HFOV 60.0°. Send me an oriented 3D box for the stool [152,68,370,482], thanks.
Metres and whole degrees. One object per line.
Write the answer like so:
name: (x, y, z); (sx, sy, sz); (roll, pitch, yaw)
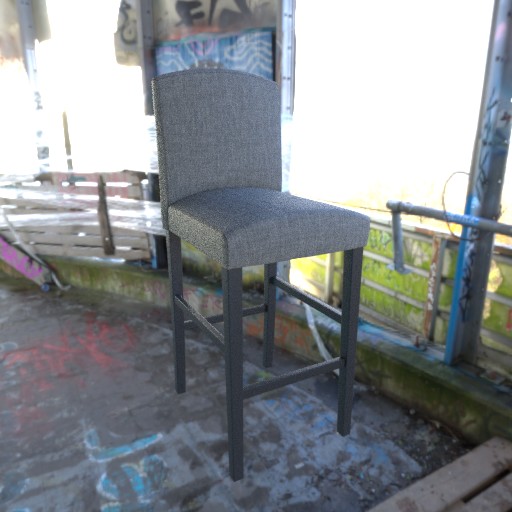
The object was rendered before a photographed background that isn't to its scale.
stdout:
stool: (0.000, 0.000, 1.390); (0.451, 1.138, 0.552); (-9, 19, -28)
